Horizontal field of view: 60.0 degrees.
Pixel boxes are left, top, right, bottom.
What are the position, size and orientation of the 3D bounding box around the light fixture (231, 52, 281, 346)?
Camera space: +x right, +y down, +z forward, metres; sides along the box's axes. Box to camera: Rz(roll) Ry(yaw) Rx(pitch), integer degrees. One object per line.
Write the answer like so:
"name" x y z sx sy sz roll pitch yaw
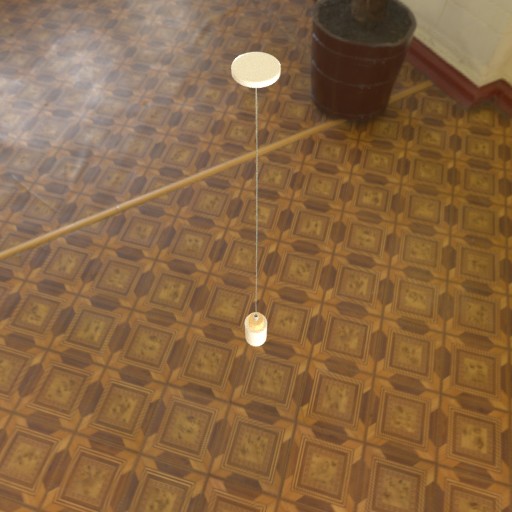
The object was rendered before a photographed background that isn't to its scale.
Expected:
"light fixture" 0.000 0.000 1.880 0.125 1.798 0.125 13 59 8
